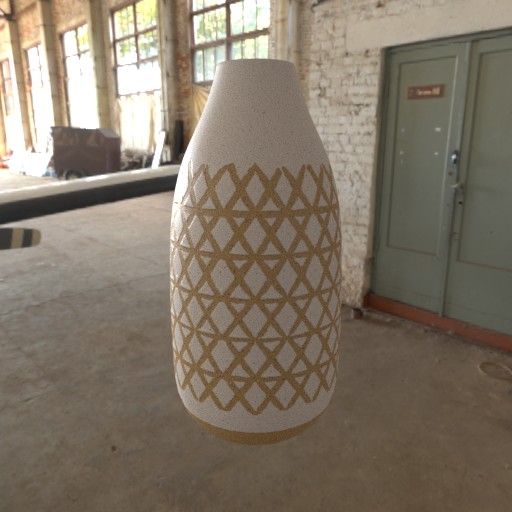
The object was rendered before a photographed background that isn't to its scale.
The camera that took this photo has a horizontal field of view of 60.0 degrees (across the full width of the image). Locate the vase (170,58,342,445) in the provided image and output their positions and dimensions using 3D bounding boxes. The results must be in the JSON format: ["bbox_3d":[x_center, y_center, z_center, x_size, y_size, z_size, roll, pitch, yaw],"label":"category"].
[{"bbox_3d":[0.000,0.000,0.475,0.186,0.380,0.186,0,15,0],"label":"vase"}]
